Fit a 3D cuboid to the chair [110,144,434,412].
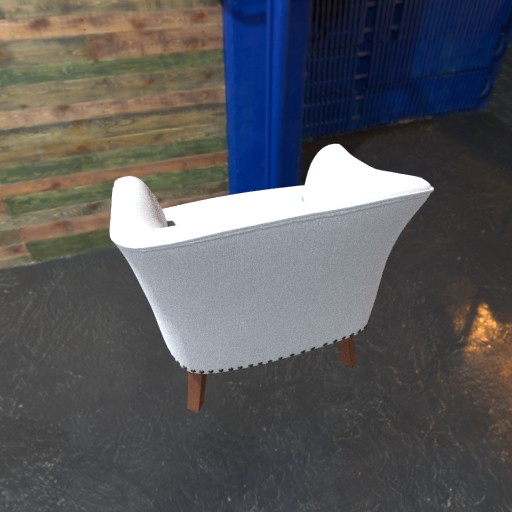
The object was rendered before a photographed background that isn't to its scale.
[{"bbox_3d":[0.000,0.000,1.399,0.798,0.815,0.704,-11,42,-13],"label":"chair"}]
